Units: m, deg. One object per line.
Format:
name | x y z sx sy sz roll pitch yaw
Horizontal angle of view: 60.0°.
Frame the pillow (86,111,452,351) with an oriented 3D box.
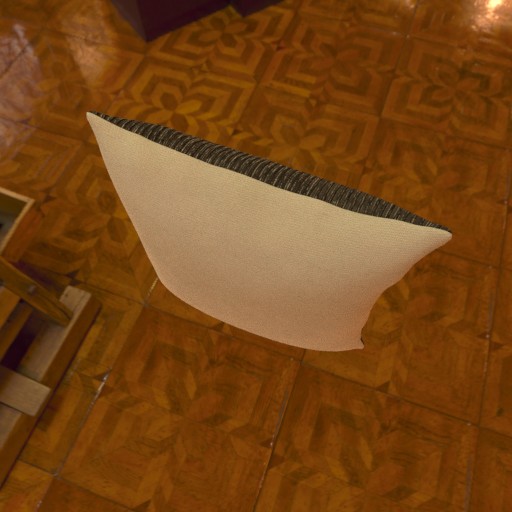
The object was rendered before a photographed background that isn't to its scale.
pillow | 0.000 0.000 0.674 0.433 0.434 0.196 20 65 10
